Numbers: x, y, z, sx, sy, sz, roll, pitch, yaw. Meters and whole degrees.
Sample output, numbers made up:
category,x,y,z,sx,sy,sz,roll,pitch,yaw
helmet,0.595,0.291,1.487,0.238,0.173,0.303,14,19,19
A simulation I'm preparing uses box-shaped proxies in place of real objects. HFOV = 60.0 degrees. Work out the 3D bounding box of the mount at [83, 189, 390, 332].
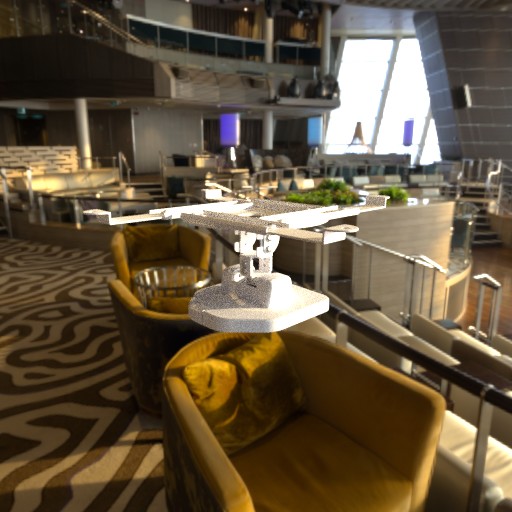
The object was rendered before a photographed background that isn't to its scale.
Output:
category,x,y,z,sx,sy,sz,roll,pitch,yaw
mount,0.000,0.000,0.589,0.394,0.141,0.394,-13,19,-42
